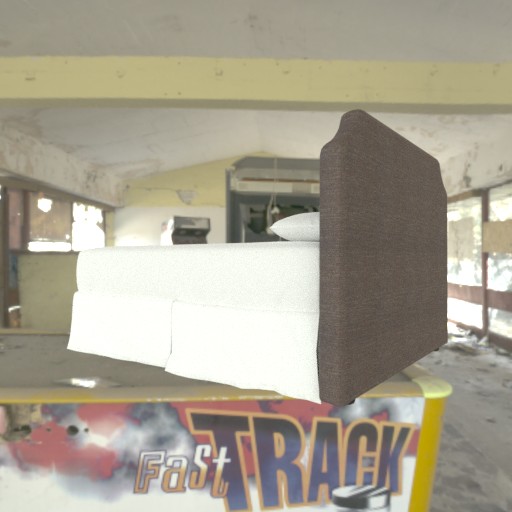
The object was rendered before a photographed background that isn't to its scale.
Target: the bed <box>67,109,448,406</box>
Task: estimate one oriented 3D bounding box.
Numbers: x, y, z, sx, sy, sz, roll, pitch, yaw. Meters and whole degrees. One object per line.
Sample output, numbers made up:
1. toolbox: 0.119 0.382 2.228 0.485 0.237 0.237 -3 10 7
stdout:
1. bed: 0.000 0.000 3.062 2.116 1.290 1.693 0 0 37
